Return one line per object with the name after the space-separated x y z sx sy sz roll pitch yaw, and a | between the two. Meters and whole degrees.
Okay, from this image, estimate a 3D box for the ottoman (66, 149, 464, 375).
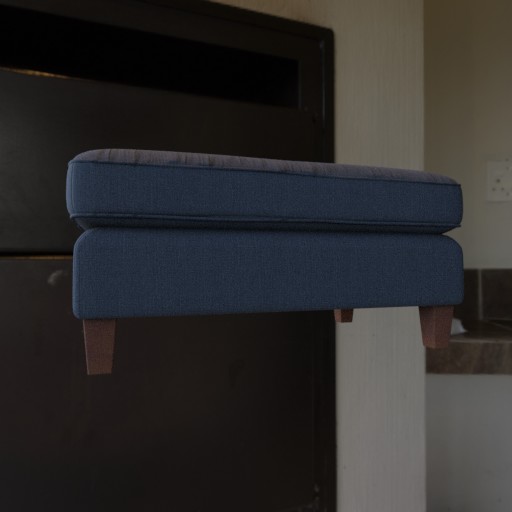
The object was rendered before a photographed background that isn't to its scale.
0.000 0.000 1.166 0.885 0.438 0.570 0 0 -18 | ottoman
